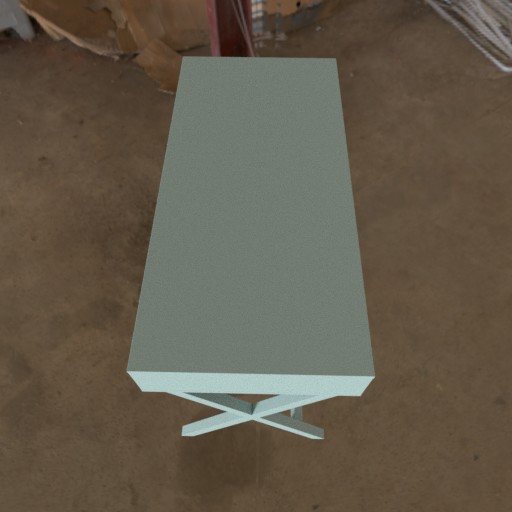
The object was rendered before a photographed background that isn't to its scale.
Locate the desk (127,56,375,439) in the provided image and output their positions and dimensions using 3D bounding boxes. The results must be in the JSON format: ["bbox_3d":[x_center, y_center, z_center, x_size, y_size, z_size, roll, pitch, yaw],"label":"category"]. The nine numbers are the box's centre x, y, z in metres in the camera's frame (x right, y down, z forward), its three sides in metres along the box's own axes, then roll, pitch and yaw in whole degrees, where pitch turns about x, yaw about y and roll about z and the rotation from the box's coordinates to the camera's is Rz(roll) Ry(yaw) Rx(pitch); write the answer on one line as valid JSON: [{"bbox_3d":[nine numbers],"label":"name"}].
[{"bbox_3d":[0.000,0.000,1.510,0.509,0.780,1.059,1,58,1],"label":"desk"}]
